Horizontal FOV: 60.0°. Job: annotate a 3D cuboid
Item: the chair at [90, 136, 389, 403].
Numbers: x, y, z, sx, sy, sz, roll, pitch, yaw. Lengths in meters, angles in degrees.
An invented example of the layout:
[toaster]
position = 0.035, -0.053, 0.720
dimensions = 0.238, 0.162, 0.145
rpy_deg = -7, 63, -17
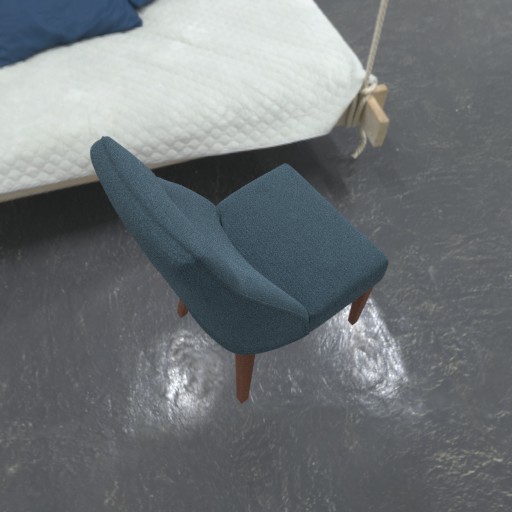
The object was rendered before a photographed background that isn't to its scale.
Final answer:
[chair]
position = 0.000, 0.000, 1.281
dimensions = 0.620, 0.930, 0.500
rpy_deg = -32, 63, -19
